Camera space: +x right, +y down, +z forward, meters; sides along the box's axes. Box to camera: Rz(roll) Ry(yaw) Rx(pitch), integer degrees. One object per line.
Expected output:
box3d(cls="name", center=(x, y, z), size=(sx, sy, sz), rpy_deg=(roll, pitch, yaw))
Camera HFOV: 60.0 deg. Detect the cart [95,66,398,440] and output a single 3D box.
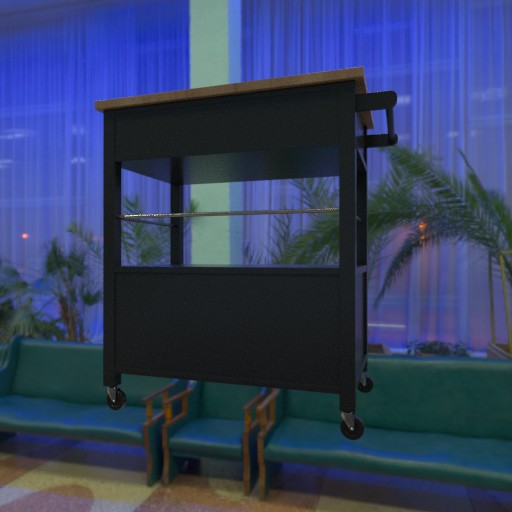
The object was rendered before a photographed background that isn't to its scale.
box3d(cls="cart", center=(0.000, 0.000, 1.377), size=(0.840, 0.901, 0.459), rpy_deg=(0, 0, 18))
